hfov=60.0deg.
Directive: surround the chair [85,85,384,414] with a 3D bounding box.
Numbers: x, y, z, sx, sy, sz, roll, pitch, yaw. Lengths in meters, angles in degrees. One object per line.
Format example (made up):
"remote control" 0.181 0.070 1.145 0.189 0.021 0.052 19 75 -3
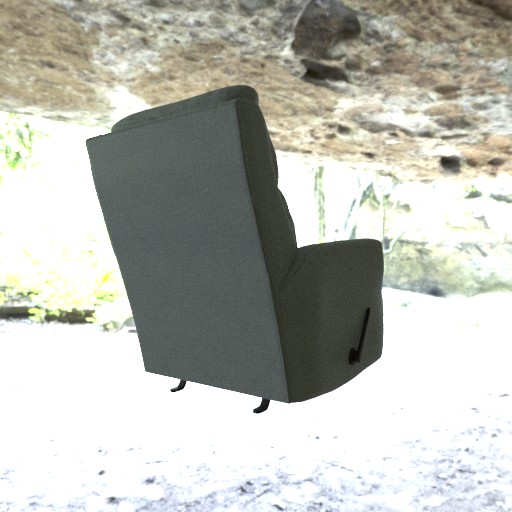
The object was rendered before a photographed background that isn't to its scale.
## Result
"chair" 0.000 0.000 1.774 0.829 1.030 1.080 0 0 35
